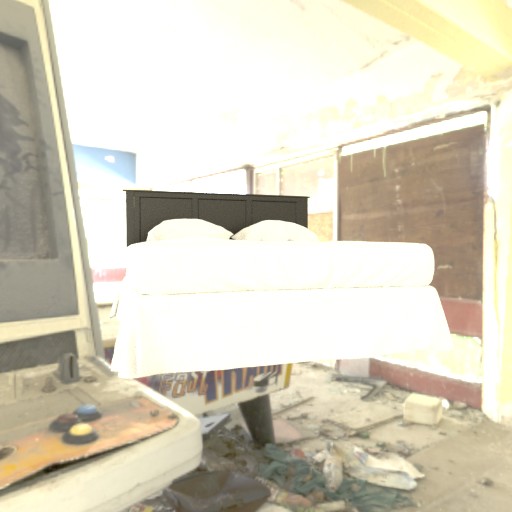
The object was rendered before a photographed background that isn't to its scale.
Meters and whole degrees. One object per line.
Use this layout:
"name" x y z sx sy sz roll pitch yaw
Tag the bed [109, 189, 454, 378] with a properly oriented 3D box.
"bed" 0.000 0.000 3.641 2.315 1.271 2.219 0 1 -18
